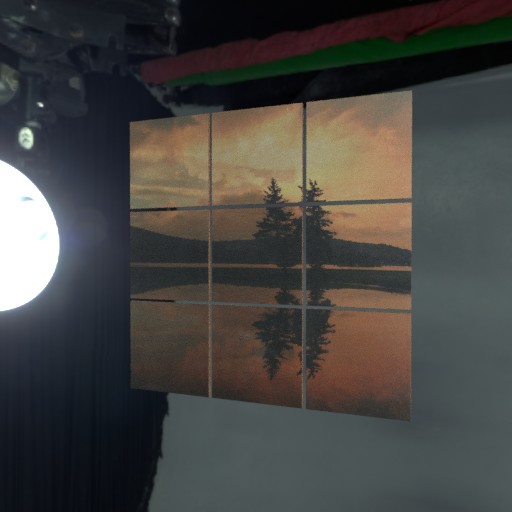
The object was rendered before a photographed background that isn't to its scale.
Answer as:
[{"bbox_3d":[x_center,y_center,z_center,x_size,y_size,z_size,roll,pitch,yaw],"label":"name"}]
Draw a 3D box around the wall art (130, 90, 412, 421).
[{"bbox_3d":[0.000,0.000,1.836,1.216,1.218,0.013,0,1,19],"label":"wall art"}]
